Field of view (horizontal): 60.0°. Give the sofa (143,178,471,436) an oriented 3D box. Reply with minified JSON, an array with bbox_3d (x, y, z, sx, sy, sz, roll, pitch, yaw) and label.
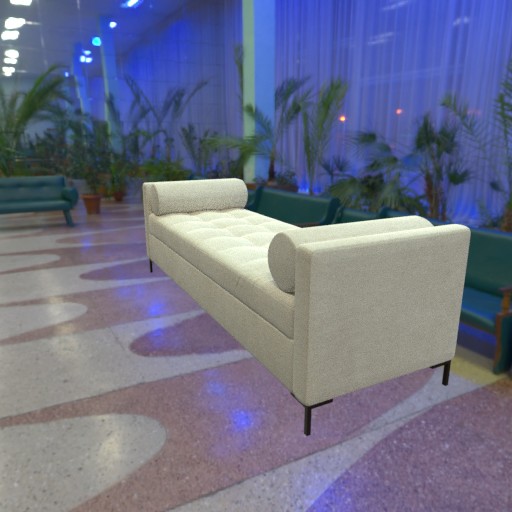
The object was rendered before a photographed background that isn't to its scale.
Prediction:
[{"bbox_3d":[0.000,0.000,2.322,0.686,0.635,1.981,-8,17,-26],"label":"sofa"}]
